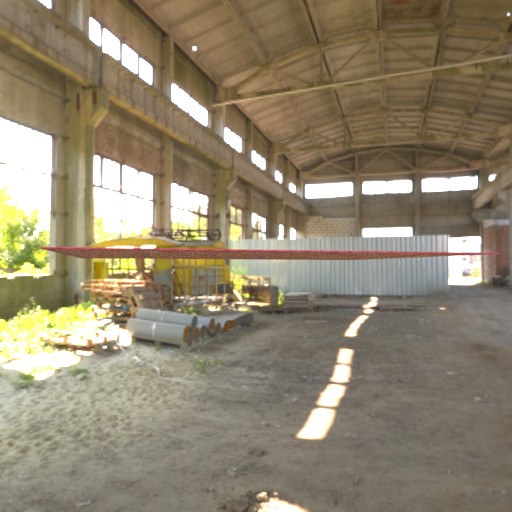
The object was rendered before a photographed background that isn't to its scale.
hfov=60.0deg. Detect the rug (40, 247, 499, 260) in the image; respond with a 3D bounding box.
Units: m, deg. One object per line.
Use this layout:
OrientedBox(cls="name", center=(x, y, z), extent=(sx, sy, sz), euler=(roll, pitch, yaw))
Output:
OrientedBox(cls="rug", center=(0.000, 0.000, 4.177), extent=(3.306, 0.011, 2.389), euler=(0, -2, -16))
